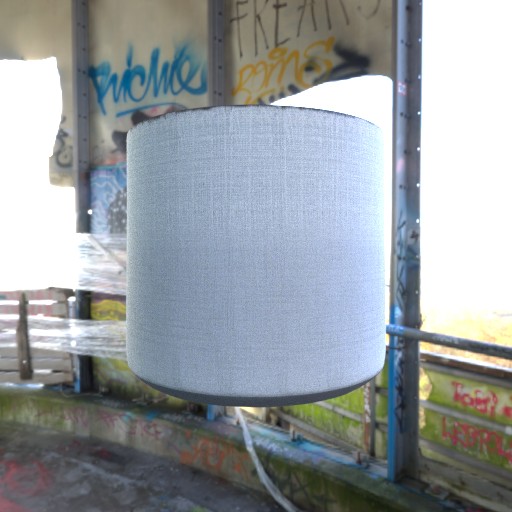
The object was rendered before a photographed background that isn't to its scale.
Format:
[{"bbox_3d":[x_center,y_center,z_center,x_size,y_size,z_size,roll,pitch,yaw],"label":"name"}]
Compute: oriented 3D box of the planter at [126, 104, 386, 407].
[{"bbox_3d":[0.000,0.000,0.390,0.221,0.201,0.221,0,2,0],"label":"planter"}]
